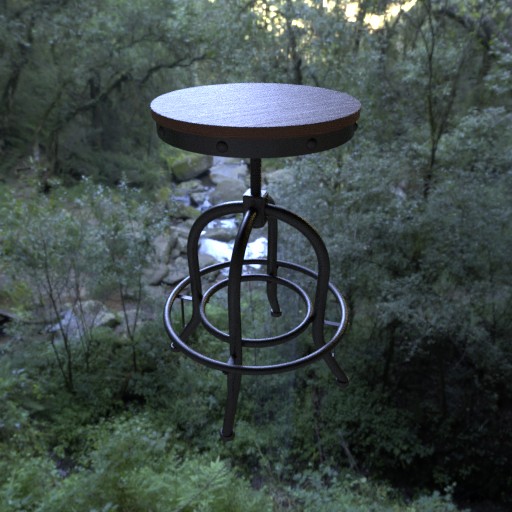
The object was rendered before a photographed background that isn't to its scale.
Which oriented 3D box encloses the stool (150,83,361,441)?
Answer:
[{"bbox_3d":[0.000,0.000,0.903,0.439,0.609,0.439,8,31,14],"label":"stool"}]
